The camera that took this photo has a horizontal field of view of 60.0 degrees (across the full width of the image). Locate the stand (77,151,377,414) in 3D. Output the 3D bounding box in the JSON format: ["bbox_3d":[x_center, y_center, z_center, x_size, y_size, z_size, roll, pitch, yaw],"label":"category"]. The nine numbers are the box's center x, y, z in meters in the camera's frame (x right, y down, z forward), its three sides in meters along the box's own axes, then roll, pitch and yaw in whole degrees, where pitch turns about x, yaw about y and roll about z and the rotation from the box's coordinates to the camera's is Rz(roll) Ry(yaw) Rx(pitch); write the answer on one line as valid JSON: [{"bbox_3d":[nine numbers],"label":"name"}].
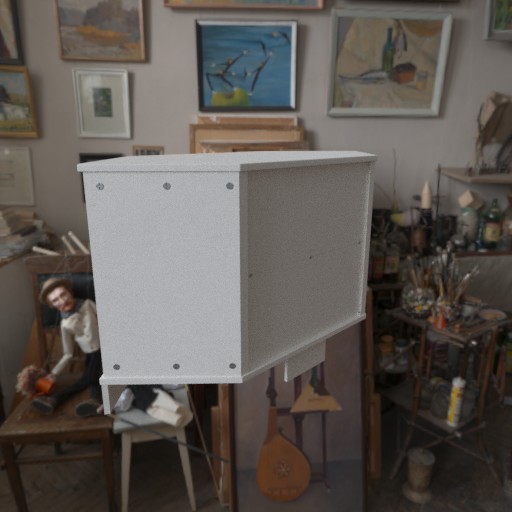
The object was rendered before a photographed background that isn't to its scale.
[{"bbox_3d":[0.000,0.000,1.387,1.072,0.614,0.477,-15,21,-43],"label":"stand"}]
